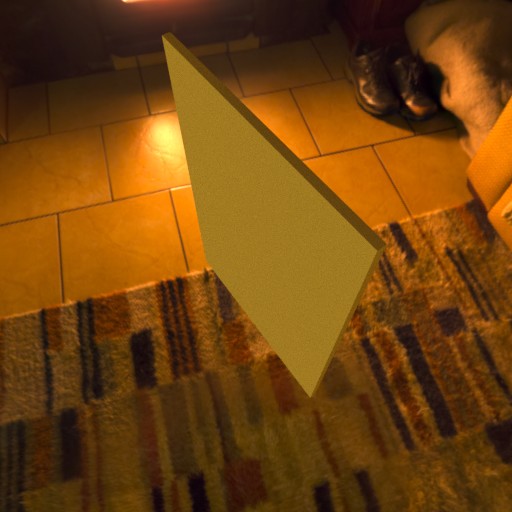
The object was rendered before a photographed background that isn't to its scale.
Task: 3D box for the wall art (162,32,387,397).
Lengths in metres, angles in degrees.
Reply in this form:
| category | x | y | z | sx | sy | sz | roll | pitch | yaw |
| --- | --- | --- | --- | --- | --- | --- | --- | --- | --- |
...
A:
| category | x | y | z | sx | sy | sz | roll | pitch | yaw |
| --- | --- | --- | --- | --- | --- | --- | --- | --- | --- |
| wall art | 0.000 | 0.000 | 0.603 | 0.010 | 0.474 | 0.325 | -32 | 64 | -17 |
